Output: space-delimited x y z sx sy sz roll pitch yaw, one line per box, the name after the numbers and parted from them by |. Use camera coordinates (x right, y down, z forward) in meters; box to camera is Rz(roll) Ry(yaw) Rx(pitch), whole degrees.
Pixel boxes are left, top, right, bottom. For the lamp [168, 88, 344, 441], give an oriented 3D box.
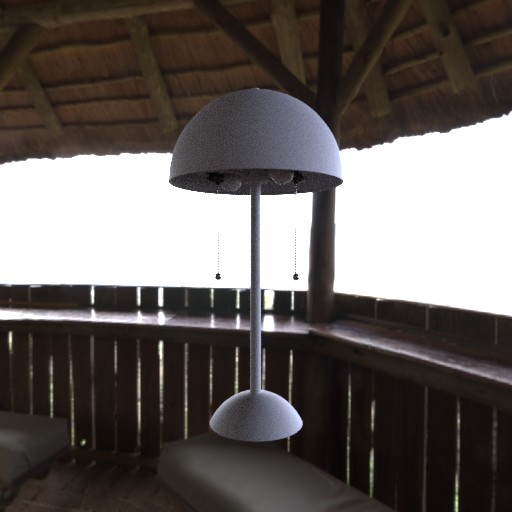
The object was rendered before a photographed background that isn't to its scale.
0.000 0.000 0.440 0.171 0.330 0.171 0 0 0 | lamp
